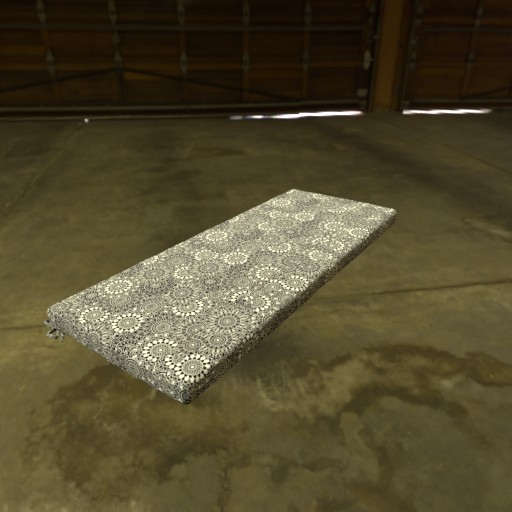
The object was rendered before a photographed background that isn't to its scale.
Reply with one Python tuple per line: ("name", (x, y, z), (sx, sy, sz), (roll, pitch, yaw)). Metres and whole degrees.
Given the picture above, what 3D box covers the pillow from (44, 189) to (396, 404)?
("pillow", (0.000, 0.000, 1.367), (0.492, 0.081, 1.187), (17, 31, 31))
